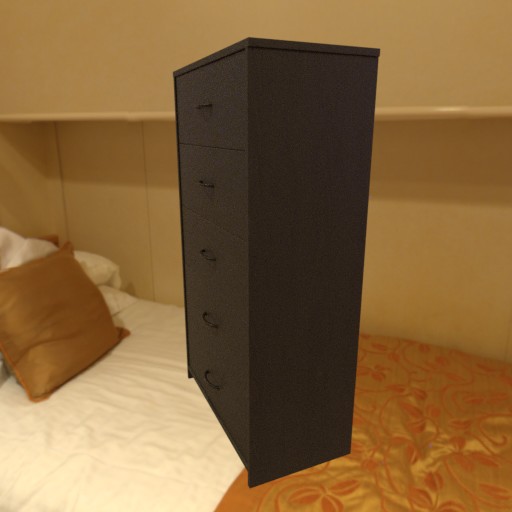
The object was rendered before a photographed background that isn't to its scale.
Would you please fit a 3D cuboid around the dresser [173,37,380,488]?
[{"bbox_3d":[0.000,0.000,1.551,0.399,1.255,0.704,-7,17,-23],"label":"dresser"}]
